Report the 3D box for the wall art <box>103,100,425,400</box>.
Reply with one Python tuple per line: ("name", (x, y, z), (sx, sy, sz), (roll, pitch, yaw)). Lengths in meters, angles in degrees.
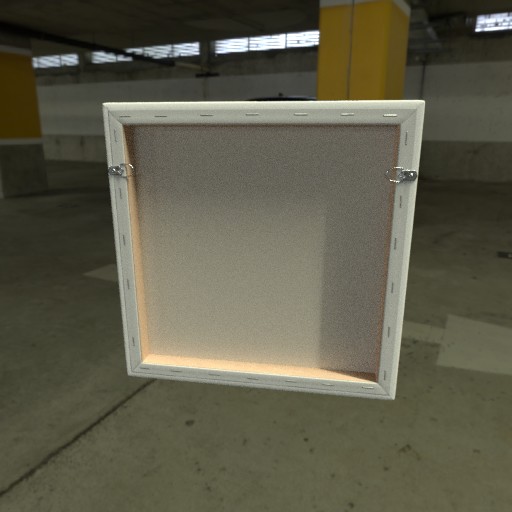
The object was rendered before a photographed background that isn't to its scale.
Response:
("wall art", (0.000, 0.000, 0.772), (0.507, 0.508, 0.038), (3, 17, 9))
